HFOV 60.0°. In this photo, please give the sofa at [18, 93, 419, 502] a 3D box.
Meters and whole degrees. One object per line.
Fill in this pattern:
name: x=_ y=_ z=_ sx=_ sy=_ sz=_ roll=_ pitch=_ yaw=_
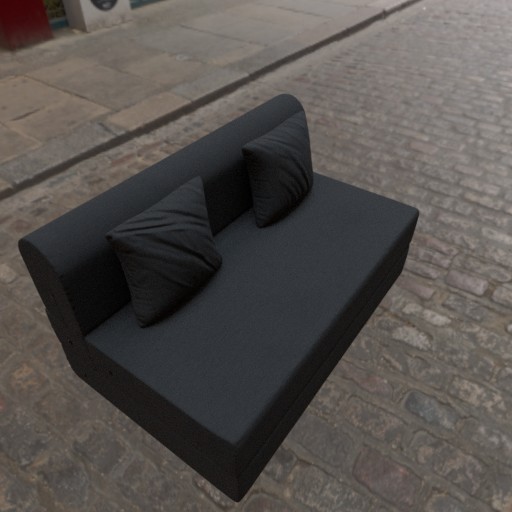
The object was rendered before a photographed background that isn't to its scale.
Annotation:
sofa: x=0.000 y=0.000 z=1.589 sx=0.762 sy=0.670 sz=1.225 roll=26 pitch=47 yaw=26
